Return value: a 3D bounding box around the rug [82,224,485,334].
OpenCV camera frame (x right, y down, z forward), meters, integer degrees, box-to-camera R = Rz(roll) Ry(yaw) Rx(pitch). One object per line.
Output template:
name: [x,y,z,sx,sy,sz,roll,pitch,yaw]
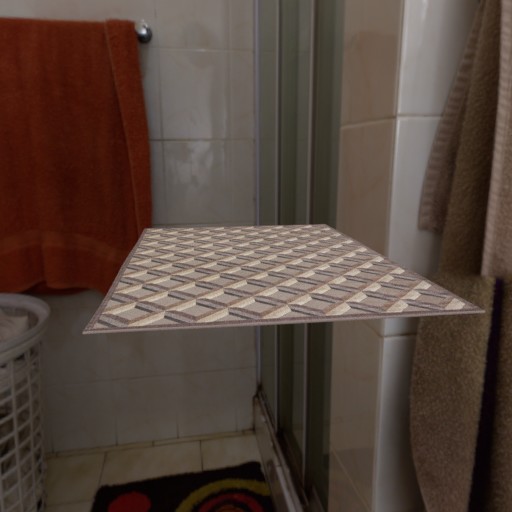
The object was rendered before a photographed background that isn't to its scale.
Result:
rug: [0.000,0.000,2.806,1.600,0.013,2.260,-2,13,-8]
